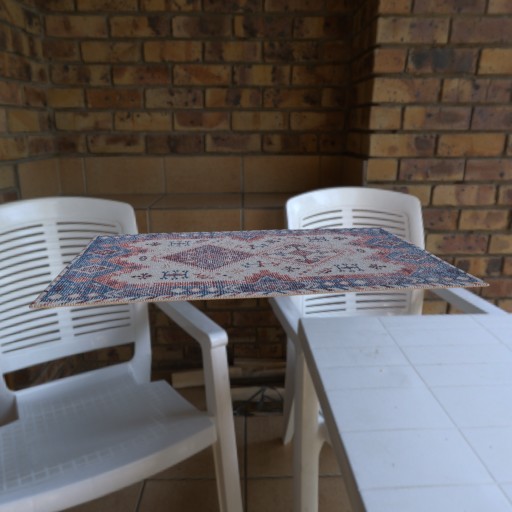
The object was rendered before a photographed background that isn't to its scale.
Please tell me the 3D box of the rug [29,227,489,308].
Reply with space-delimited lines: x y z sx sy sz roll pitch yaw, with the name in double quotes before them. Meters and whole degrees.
"rug" 0.000 0.000 3.058 2.464 0.023 1.521 -2 16 -7
